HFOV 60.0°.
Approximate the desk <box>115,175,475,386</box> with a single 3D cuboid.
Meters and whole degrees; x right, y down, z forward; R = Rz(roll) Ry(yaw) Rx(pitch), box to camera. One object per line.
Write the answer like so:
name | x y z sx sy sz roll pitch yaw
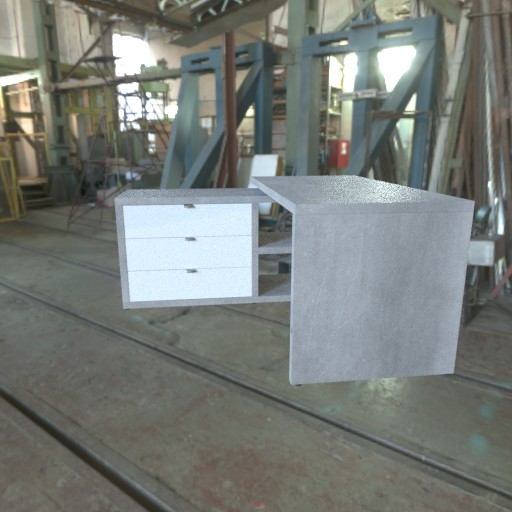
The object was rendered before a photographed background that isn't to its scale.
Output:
desk | 0.000 0.000 2.359 1.500 0.740 1.400 -2 15 -7
